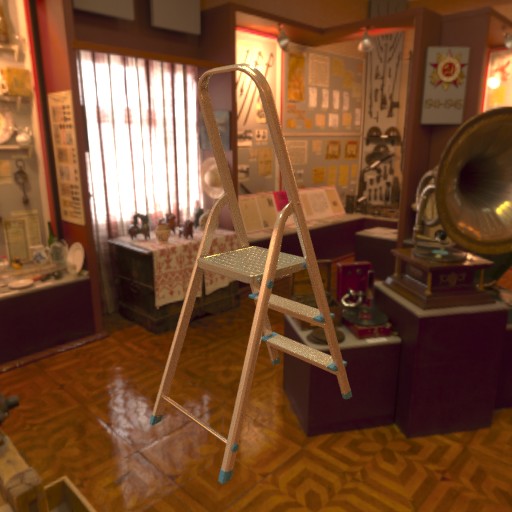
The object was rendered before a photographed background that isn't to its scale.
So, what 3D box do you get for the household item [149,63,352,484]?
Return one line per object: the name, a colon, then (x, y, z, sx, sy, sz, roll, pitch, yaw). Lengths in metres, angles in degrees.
household item: (0.000, 0.000, 1.553, 0.687, 1.215, 0.420, -14, 20, -43)
